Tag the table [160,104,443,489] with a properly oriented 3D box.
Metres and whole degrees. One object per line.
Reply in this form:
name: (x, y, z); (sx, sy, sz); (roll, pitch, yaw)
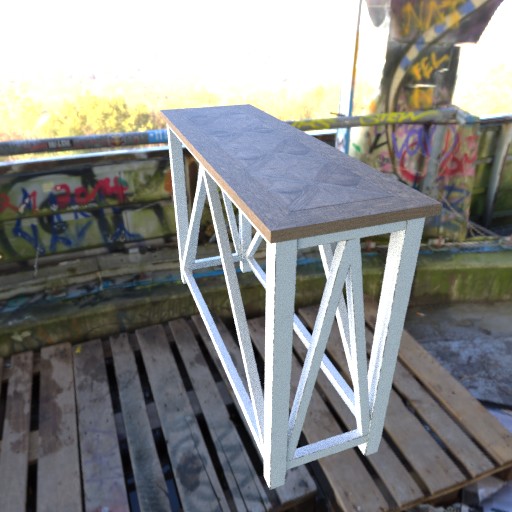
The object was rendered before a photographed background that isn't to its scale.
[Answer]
table: (0.000, 0.000, 1.804); (0.450, 0.930, 1.400); (-10, 31, -18)
